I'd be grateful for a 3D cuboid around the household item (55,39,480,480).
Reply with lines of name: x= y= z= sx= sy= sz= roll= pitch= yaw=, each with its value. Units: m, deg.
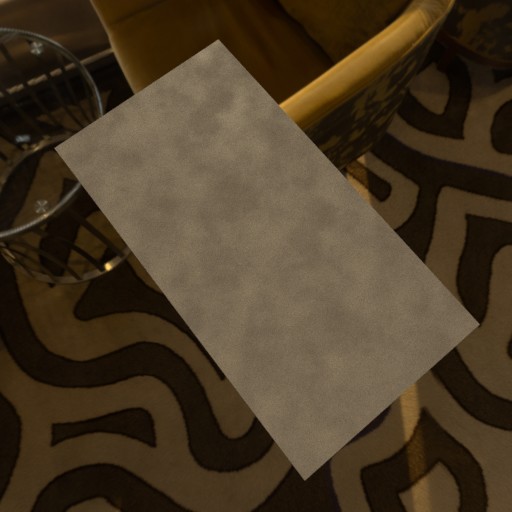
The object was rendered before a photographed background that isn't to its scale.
household item: x=0.000 y=0.000 z=2.101 sx=0.850 sy=0.755 sz=1.600 roll=-38 pitch=79 yaw=-9
